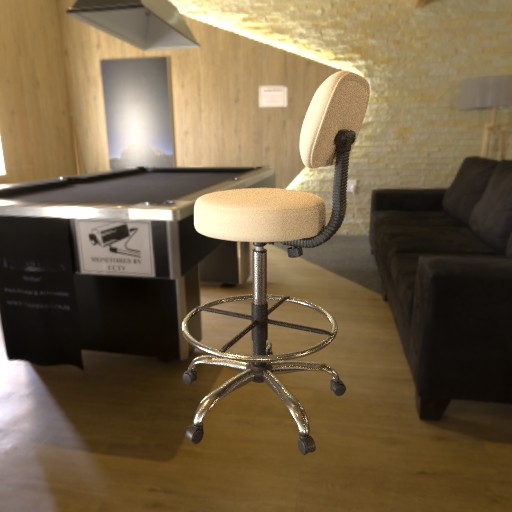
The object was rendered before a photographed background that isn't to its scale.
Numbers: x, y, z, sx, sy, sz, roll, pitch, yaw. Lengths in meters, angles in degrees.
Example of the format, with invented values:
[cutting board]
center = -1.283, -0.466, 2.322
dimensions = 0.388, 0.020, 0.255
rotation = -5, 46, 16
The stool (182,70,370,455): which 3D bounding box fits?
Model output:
[stool]
center = 0.000, 0.000, 1.448
dimensions = 0.616, 1.080, 0.609
rotation = 7, 17, 25
